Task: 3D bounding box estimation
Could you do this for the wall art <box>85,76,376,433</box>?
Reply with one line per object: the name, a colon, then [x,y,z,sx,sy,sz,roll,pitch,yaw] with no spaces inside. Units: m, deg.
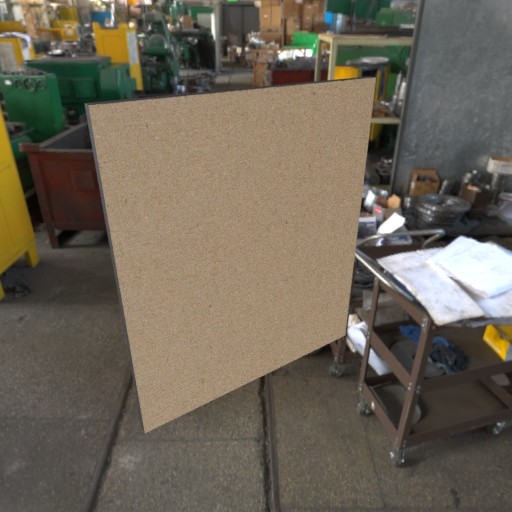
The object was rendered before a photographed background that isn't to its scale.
wall art: [0.000,0.000,1.207,0.755,0.863,0.028,-18,33,-30]
